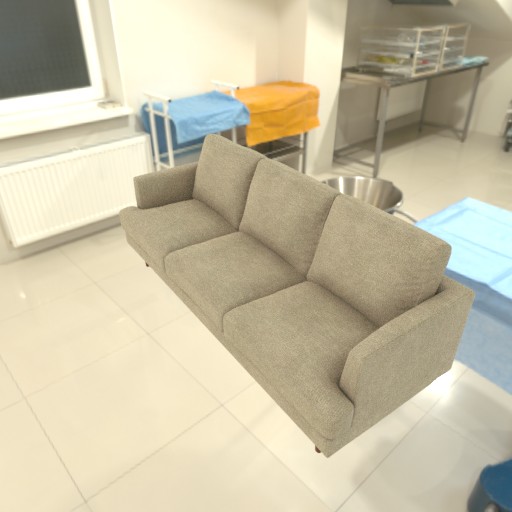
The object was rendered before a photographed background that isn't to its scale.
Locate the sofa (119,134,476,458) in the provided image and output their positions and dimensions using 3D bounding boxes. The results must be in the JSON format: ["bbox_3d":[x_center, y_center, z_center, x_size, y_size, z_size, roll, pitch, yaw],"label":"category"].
[{"bbox_3d":[0.000,0.000,2.665,0.903,0.930,2.246,-21,38,-29],"label":"sofa"}]
